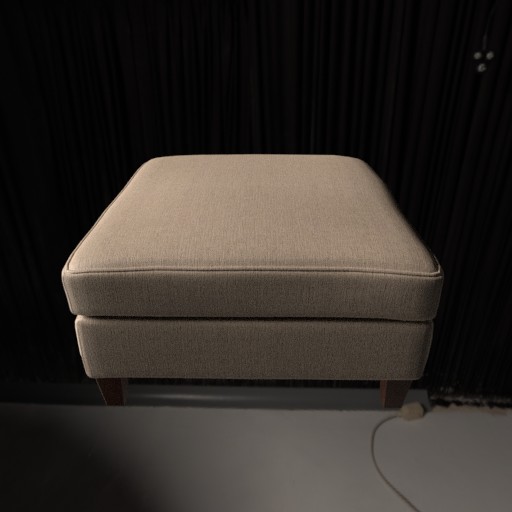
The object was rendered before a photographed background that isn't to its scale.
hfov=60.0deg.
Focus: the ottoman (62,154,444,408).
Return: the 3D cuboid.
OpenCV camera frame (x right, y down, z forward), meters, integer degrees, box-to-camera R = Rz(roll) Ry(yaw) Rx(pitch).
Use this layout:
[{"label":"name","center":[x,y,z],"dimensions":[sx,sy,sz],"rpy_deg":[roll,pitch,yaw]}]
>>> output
[{"label":"ottoman","center":[0.000,0.000,1.368],"dimensions":[0.838,0.481,0.838],"rpy_deg":[0,28,1]}]
